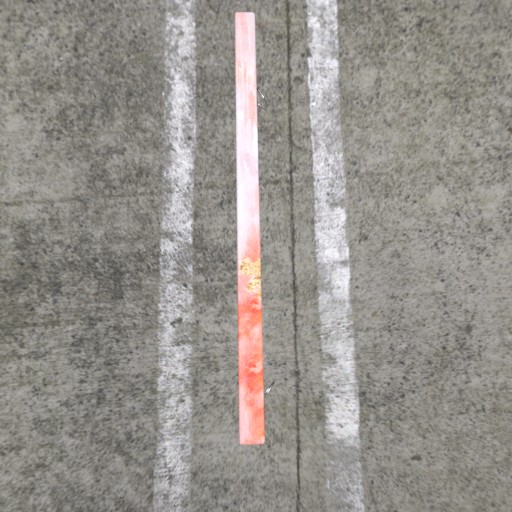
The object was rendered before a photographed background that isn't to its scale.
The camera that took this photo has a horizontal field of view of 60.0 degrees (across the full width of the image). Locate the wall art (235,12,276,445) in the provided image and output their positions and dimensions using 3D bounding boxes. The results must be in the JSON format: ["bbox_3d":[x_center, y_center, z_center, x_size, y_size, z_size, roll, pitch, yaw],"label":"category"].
[{"bbox_3d":[0.000,0.000,1.091,0.064,0.746,0.747,-1,76,0],"label":"wall art"}]
